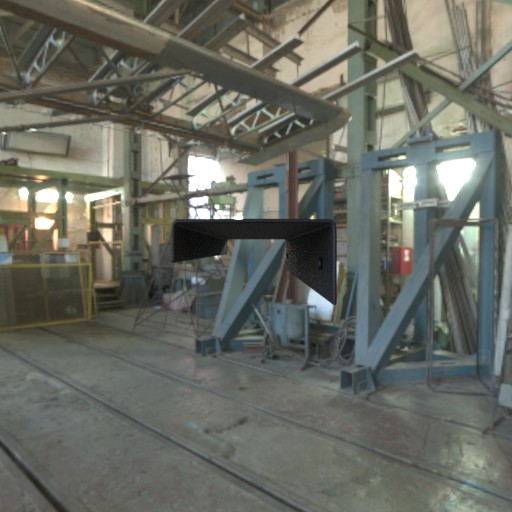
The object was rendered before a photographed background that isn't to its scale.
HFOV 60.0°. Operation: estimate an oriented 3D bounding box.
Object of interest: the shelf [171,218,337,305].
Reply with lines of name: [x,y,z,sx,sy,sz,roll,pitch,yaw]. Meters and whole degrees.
shelf: [0.000,0.000,0.497,0.102,0.053,0.456,0,1,0]
